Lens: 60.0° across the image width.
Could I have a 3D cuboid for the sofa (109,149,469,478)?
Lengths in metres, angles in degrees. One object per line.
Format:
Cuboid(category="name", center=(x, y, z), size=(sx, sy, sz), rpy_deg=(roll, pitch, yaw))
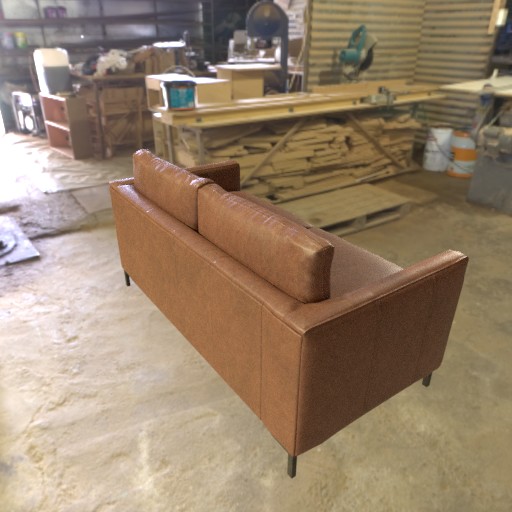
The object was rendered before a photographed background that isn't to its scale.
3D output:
Cuboid(category="sofa", center=(0.000, 0.000, 2.271), size=(0.899, 0.883, 1.797), rpy_deg=(-18, 32, -31))
